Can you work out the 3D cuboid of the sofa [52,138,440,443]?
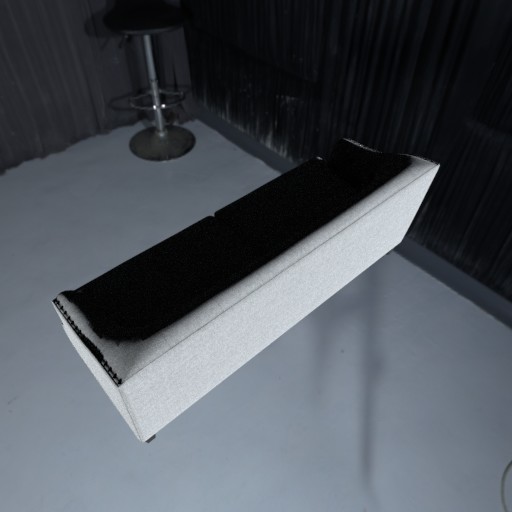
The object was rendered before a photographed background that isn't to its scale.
[{"bbox_3d":[0.000,0.000,2.739,2.235,0.901,0.914,-33,55,-27],"label":"sofa"}]
